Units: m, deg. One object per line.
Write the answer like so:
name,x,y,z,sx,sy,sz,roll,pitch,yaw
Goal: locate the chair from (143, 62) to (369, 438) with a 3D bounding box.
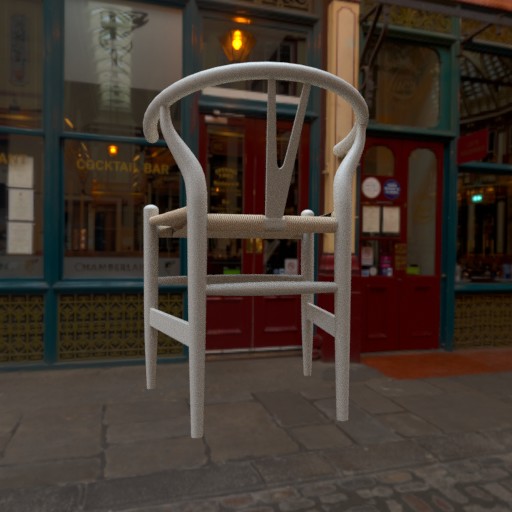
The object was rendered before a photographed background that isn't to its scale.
chair,0.000,0.000,1.077,0.533,0.736,0.500,0,0,-17
